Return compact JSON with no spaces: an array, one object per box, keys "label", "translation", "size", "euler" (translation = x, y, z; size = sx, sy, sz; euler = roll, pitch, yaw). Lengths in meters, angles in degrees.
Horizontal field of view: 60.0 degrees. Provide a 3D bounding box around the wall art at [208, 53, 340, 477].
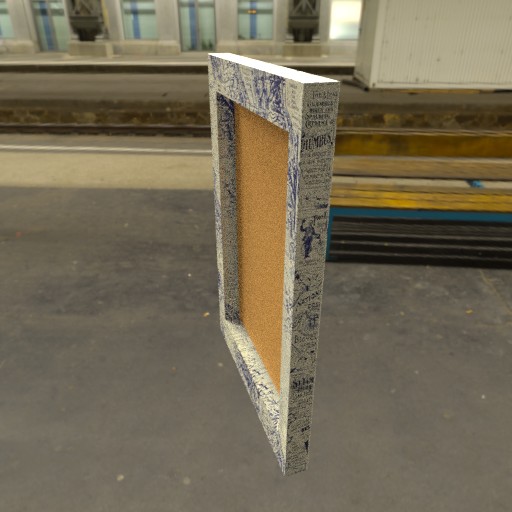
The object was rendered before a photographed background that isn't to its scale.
[{"label":"wall art","translation":[0.000,0.000,0.470],"size":[0.025,0.376,0.255],"euler":[-9,30,-16]}]
